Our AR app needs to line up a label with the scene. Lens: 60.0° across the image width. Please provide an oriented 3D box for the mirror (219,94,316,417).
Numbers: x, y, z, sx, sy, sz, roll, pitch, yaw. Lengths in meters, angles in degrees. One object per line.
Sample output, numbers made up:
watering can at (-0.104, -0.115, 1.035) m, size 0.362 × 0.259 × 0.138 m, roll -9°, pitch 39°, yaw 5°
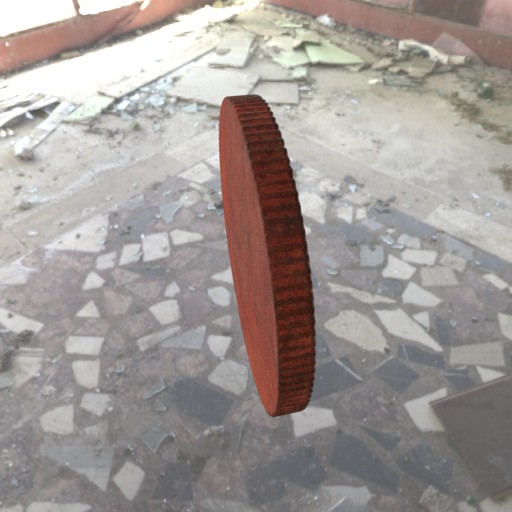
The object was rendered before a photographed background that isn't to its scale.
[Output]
mirror at (0.000, 0.000, 0.889) m, size 0.056 × 0.609 × 0.609 m, roll -8°, pitch 46°, yaw -8°
